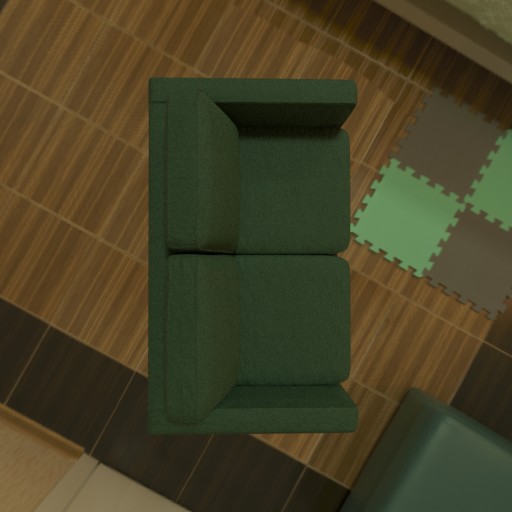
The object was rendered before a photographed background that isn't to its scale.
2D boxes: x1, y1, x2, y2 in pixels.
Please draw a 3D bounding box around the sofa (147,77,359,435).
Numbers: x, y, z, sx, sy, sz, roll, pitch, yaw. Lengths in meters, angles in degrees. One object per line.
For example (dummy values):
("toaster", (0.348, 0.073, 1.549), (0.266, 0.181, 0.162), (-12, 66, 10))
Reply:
("sofa", (0.000, 0.000, 2.009), (0.879, 0.899, 1.430), (0, 89, -1))
